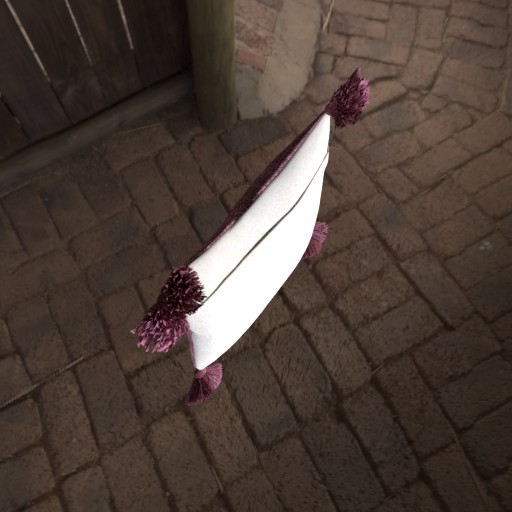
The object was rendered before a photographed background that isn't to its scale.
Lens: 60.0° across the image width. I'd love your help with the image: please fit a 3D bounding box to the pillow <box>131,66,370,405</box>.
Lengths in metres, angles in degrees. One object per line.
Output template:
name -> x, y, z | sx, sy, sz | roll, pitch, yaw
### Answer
pillow -> 0.000, 0.000, 0.966 | 0.138, 0.659, 0.641 | 33, 68, 16
